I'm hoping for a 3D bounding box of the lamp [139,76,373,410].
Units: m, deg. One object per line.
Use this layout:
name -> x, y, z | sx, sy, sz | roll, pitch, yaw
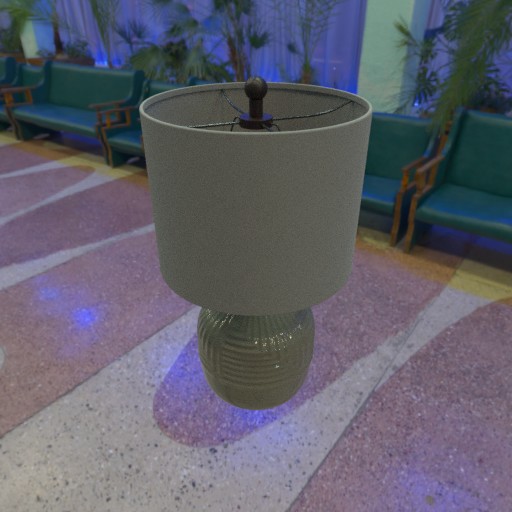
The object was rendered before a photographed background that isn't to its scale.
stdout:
lamp -> 0.000, 0.000, 0.745 | 0.318, 0.567, 0.318 | 0, 31, 0
